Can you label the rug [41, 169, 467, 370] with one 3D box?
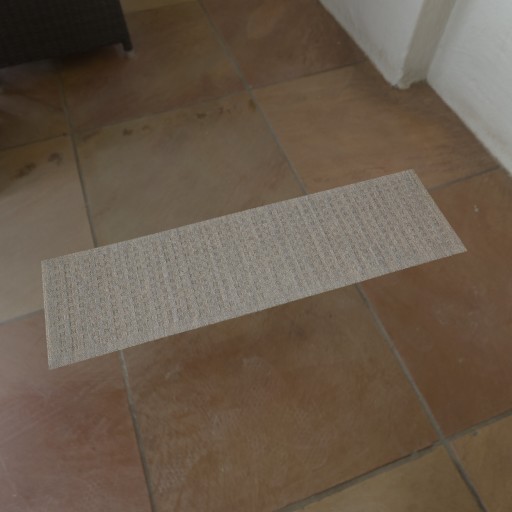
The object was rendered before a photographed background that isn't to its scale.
[{"bbox_3d":[0.000,0.000,2.634,2.437,0.005,0.688,-15,59,-9],"label":"rug"}]
